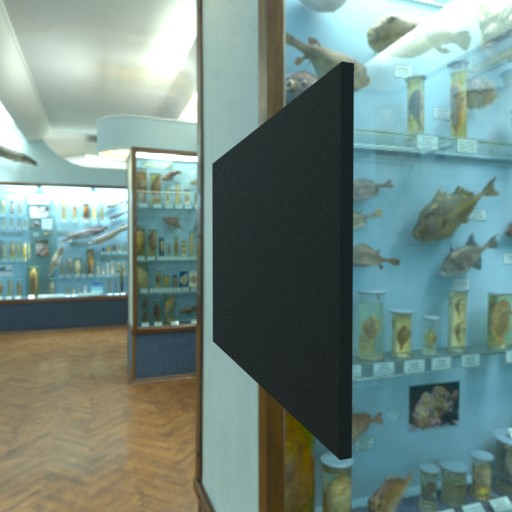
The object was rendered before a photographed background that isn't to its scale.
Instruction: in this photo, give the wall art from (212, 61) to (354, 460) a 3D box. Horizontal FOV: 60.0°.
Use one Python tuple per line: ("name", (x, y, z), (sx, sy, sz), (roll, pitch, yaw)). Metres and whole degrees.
("wall art", (0.000, 0.000, 1.187), (0.026, 0.656, 0.958), (0, 2, -18))
